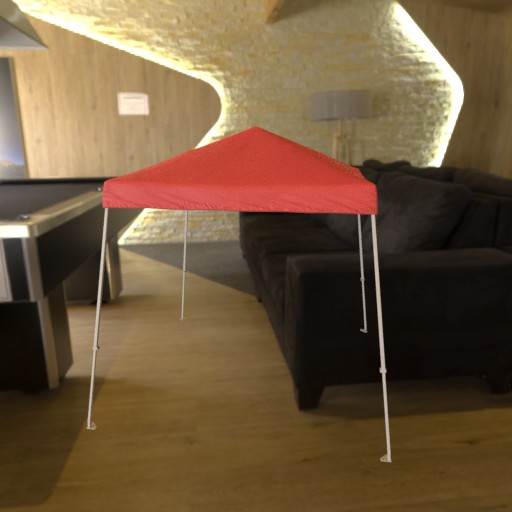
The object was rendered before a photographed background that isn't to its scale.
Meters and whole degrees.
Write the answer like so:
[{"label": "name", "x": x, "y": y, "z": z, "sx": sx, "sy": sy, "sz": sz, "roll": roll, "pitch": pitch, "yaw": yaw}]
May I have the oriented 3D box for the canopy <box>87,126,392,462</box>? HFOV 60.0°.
[{"label": "canopy", "x": 0.000, "y": 0.000, "z": 6.408, "sx": 3.599, "sy": 3.600, "sz": 3.600, "roll": 2, "pitch": 14, "yaw": 9}]
